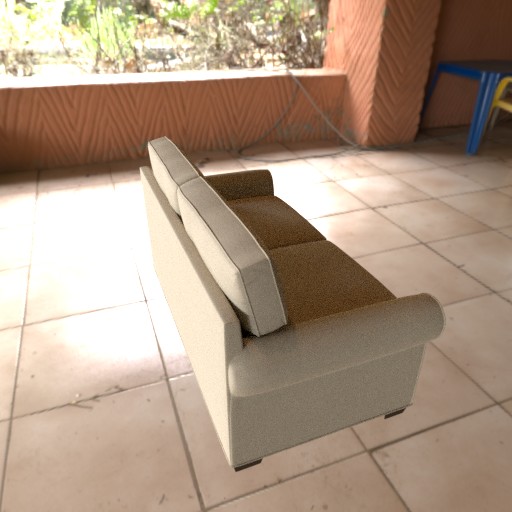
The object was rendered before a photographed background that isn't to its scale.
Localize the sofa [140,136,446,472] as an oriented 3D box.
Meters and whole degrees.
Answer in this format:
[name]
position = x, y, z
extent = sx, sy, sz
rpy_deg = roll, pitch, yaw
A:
[sofa]
position = 0.000, 0.000, 2.270
extent = 0.861, 0.933, 1.774
rpy_deg = -11, 31, -19
